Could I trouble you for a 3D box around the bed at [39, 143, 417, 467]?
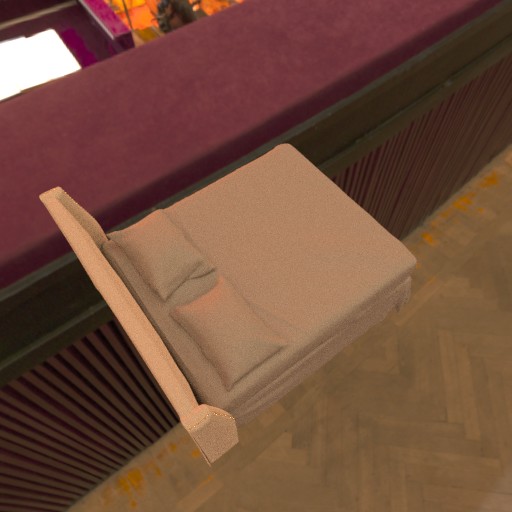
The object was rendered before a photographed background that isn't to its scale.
[{"bbox_3d":[0.000,0.000,3.488,2.276,1.332,1.925,-32,63,-19],"label":"bed"}]
